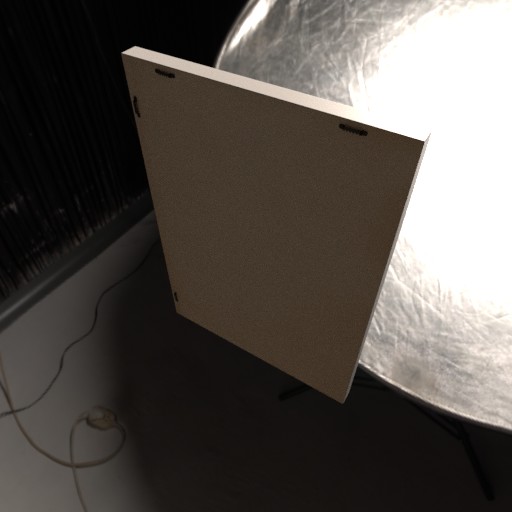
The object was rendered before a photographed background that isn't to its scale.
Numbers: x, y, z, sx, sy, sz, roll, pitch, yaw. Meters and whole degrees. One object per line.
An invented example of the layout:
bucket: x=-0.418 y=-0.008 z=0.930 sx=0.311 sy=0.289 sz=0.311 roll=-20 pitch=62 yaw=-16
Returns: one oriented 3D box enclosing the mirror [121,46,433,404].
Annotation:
mirror: x=0.000 y=0.000 z=0.901 sx=0.507 sy=0.710 sz=0.039 roll=24 pitch=51 yaw=22
